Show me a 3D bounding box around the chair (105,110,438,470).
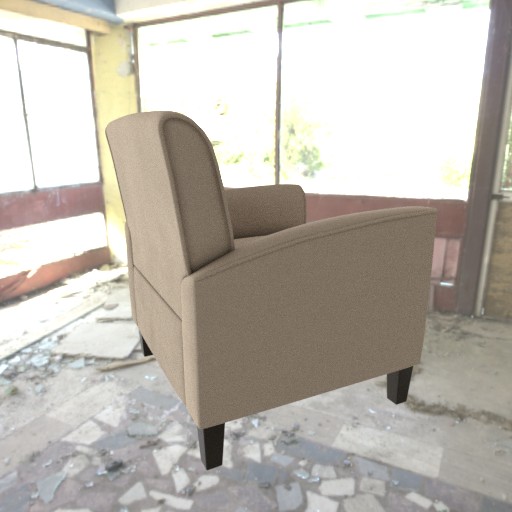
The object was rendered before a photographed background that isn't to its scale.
[{"bbox_3d":[0.000,0.000,1.519,0.820,0.915,0.820,-7,17,-26],"label":"chair"}]
